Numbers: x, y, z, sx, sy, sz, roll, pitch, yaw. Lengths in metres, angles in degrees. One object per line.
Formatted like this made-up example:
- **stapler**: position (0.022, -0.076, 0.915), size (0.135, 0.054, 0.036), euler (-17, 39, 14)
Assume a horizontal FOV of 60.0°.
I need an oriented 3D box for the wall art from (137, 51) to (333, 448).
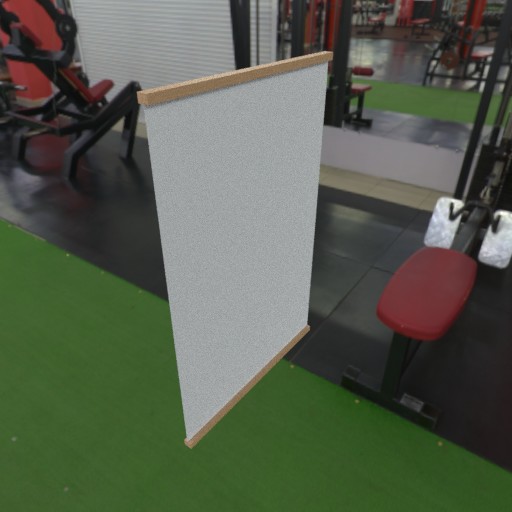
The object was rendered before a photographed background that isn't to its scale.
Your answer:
- **wall art**: position (0.000, 0.000, 0.645), size (0.013, 0.510, 0.335), euler (22, 38, 31)
